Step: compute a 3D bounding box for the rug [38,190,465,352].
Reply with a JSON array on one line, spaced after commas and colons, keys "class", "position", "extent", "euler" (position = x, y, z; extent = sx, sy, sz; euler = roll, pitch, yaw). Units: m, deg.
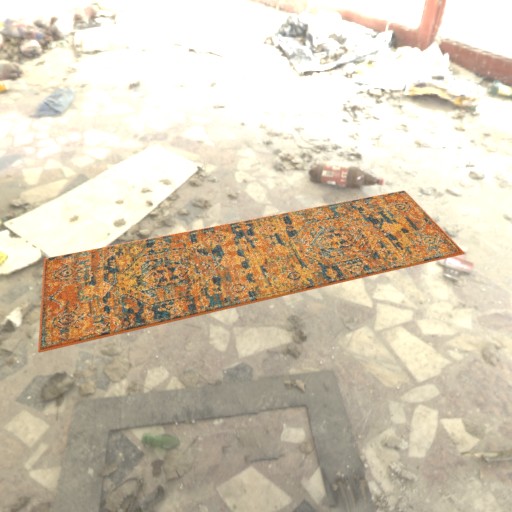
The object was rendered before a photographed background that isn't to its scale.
[{"class": "rug", "position": [0.000, 0.000, 2.487], "extent": [2.274, 0.016, 0.651], "euler": [-12, 44, -12]}]
